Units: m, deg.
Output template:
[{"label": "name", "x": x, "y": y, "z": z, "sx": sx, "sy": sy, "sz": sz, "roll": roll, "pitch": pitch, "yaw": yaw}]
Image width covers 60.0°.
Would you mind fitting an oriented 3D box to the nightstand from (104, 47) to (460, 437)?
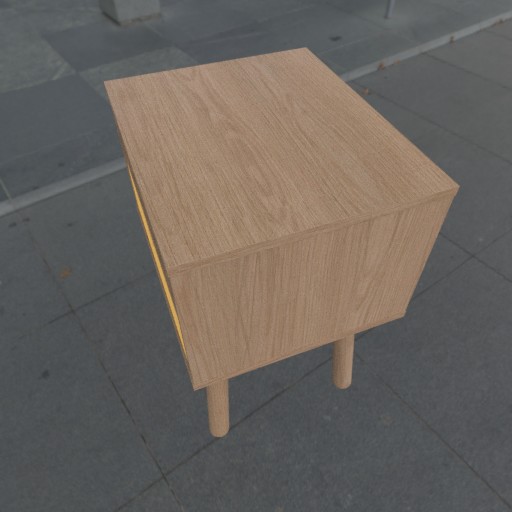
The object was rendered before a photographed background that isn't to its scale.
[{"label": "nightstand", "x": 0.000, "y": 0.000, "z": 0.868, "sx": 0.380, "sy": 0.571, "sz": 0.450, "roll": -16, "pitch": 50, "yaw": -14}]
